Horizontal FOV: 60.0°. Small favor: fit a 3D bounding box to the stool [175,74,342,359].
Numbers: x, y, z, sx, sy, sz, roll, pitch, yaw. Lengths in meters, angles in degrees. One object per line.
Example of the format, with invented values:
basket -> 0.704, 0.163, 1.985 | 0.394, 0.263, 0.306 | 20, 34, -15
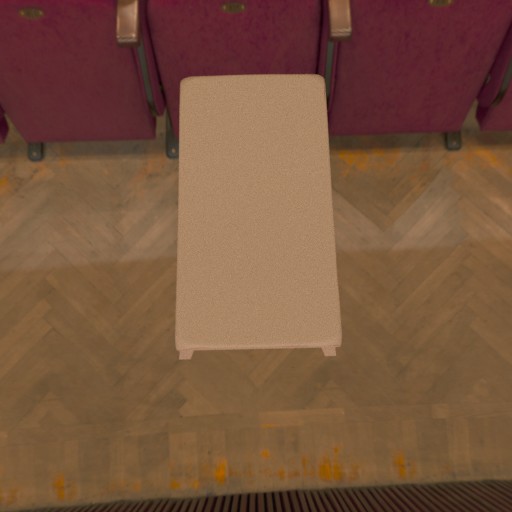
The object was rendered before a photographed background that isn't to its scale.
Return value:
stool -> 0.000, 0.000, 1.040 | 0.476, 0.737, 0.457 | -1, 76, 0
